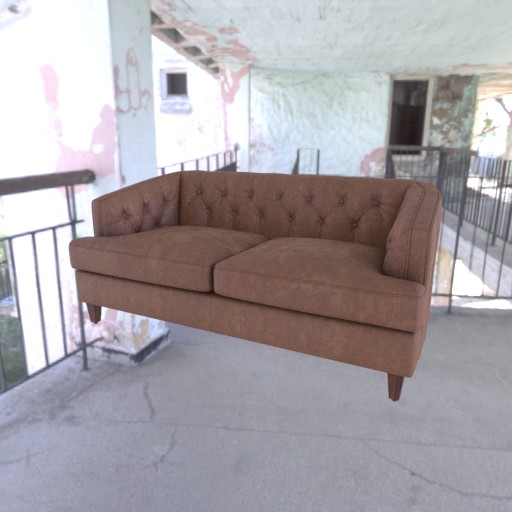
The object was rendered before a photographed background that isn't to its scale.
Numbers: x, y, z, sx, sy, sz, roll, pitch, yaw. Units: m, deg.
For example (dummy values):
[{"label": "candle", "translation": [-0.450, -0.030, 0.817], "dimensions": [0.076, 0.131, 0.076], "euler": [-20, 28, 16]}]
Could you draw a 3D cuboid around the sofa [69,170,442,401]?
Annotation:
[{"label": "sofa", "translation": [0.000, 0.000, 2.312], "dimensions": [1.755, 0.786, 0.914], "euler": [8, 17, 26]}]
